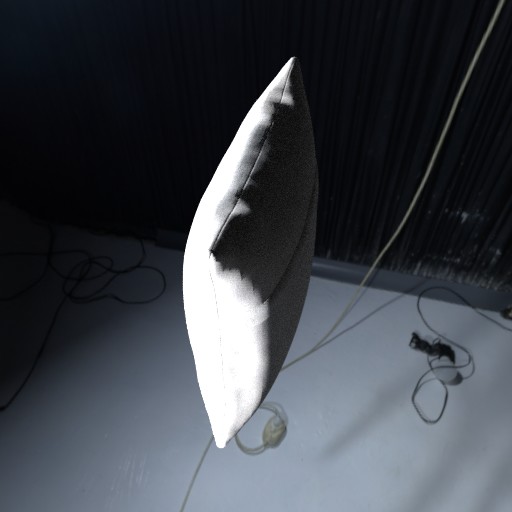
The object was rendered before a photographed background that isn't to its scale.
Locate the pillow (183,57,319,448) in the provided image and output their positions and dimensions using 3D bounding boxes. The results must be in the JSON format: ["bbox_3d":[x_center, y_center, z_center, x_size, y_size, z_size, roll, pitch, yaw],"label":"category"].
[{"bbox_3d":[0.000,0.000,0.679,0.173,0.436,0.433,9,46,9],"label":"pillow"}]
